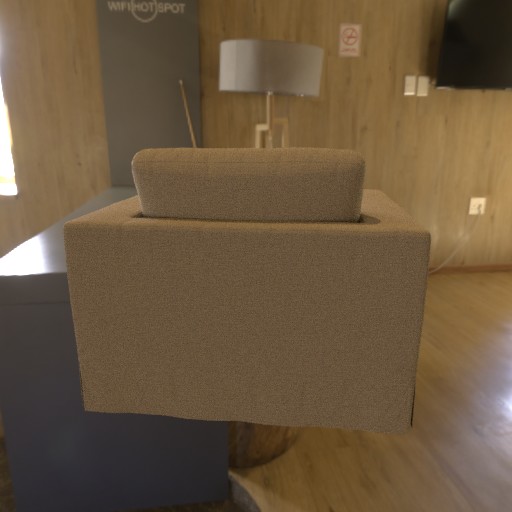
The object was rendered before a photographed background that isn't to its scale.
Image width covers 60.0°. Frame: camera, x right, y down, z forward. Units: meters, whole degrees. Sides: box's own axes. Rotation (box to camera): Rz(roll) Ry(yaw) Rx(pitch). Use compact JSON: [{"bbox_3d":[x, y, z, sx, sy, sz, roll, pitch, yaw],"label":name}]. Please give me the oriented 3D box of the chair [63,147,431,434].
[{"bbox_3d":[0.000,0.000,1.805,1.150,0.878,0.957,2,16,6],"label":"chair"}]
